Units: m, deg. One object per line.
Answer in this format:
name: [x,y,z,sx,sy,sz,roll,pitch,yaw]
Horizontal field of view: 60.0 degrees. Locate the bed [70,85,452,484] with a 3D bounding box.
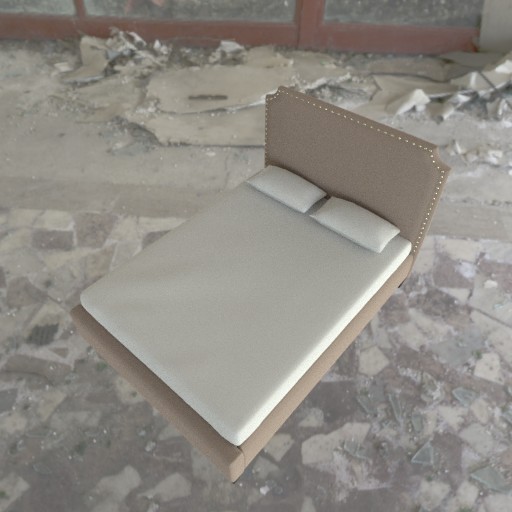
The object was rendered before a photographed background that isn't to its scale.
bed: [0.000,0.000,3.376,1.713,1.443,2.372,32,54,27]
